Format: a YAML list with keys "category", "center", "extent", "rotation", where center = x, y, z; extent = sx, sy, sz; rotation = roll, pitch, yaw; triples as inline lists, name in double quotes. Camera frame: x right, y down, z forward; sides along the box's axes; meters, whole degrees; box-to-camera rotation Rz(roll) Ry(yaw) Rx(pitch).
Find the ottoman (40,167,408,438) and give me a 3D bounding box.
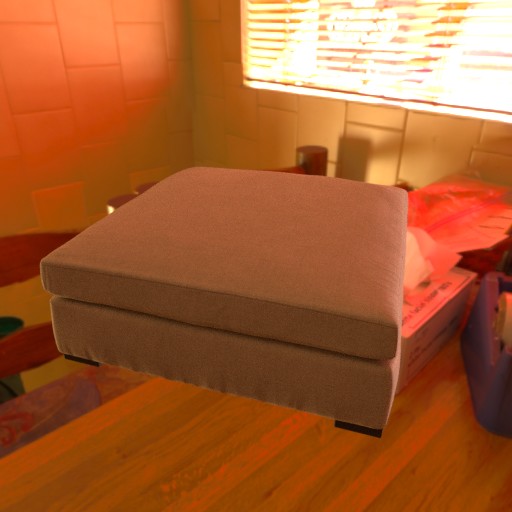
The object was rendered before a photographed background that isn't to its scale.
- category: "ottoman"
  center: [0.000, 0.000, 1.843]
  extent: [1.203, 0.517, 1.171]
  rotation: [8, 28, 16]
